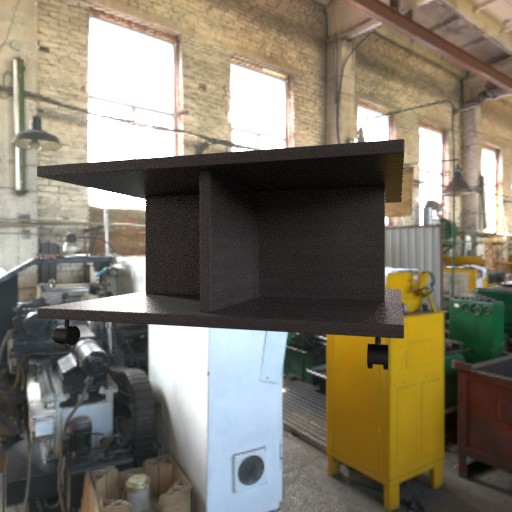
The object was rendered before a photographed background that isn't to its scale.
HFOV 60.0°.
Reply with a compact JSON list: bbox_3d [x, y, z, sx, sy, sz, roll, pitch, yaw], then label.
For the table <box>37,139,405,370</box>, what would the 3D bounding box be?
[{"bbox_3d":[0.000,0.000,1.215,0.762,0.396,0.762,0,0,18],"label":"table"}]
